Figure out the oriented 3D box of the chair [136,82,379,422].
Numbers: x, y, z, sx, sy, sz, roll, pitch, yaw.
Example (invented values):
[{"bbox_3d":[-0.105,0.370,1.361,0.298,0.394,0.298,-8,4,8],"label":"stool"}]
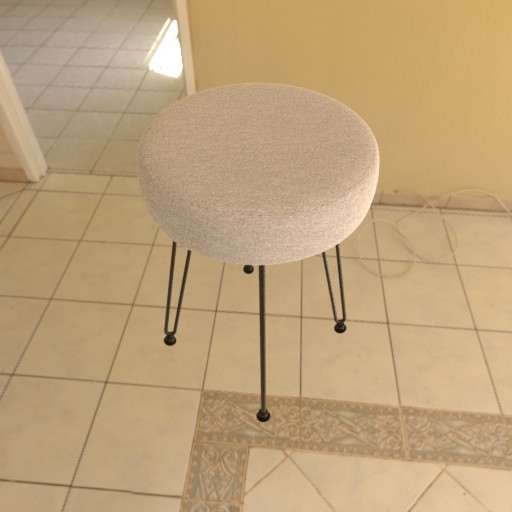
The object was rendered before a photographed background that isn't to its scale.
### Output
[{"bbox_3d":[0.000,0.000,0.691,0.350,0.440,0.350,-4,47,-3],"label":"chair"}]
